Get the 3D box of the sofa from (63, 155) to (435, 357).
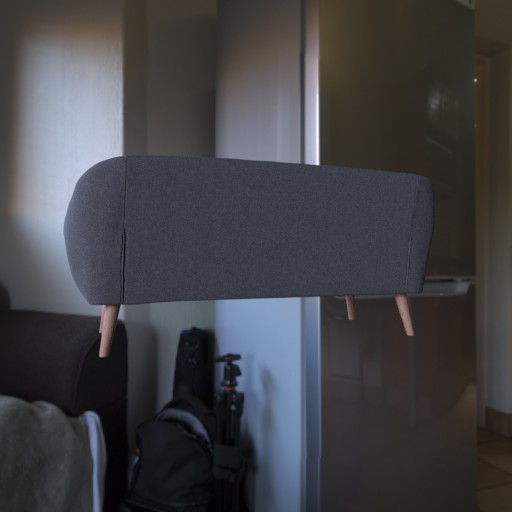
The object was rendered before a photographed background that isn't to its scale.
[{"bbox_3d":[0.000,0.000,2.298,1.840,0.820,0.820,0,0,-19],"label":"sofa"}]
